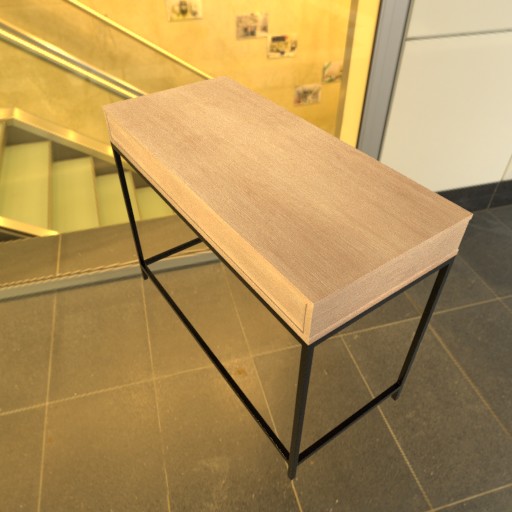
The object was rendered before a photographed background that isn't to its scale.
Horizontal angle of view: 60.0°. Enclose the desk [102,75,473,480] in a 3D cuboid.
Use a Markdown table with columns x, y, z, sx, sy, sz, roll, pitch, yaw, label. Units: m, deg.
| x | y | z | sx | sy | sz | roll | pitch | yaw | label |
| --- | --- | --- | --- | --- | --- | --- | --- | --- | --- |
| 0.000 | 0.000 | 1.435 | 0.470 | 0.762 | 1.016 | -25 | 48 | -25 | desk |
